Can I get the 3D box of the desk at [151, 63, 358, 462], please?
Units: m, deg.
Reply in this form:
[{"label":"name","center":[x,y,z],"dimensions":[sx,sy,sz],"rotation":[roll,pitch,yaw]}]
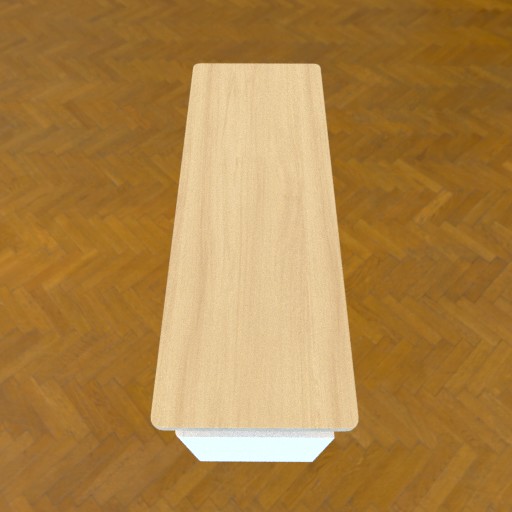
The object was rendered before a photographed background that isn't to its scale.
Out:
[{"label":"desk","center":[0.000,0.000,1.865],"dimensions":[0.550,0.755,1.500],"rotation":[0,59,0]}]
